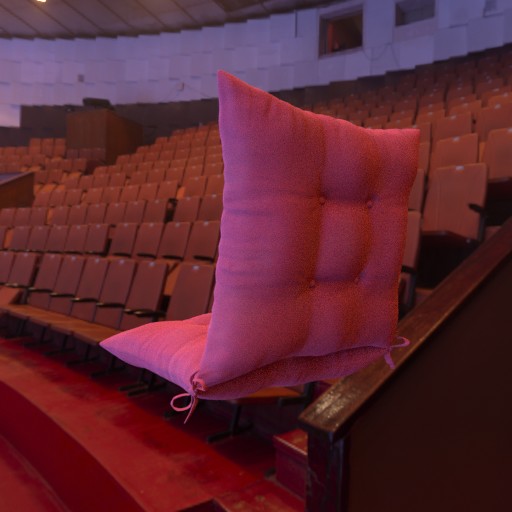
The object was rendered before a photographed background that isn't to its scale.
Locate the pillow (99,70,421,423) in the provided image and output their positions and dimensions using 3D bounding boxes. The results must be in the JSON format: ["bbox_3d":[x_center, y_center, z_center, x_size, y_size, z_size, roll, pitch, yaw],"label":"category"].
[{"bbox_3d":[0.000,0.000,0.978,0.541,0.536,0.585,0,1,-37],"label":"pillow"}]
